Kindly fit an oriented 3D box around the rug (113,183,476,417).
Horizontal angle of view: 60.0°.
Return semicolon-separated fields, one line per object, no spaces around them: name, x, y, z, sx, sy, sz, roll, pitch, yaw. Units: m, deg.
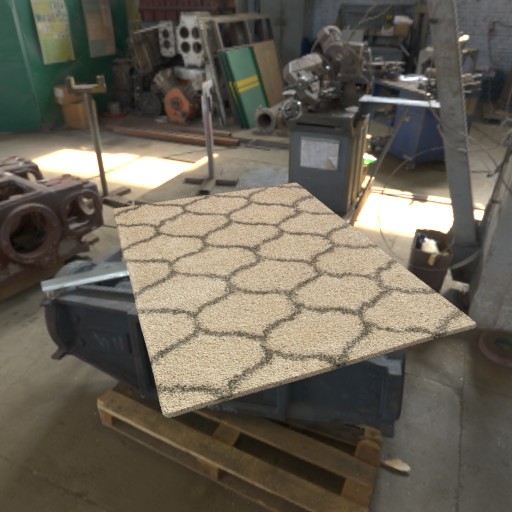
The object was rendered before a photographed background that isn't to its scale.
rug;0.000;0.000;2.148;1.200;0.025;1.600;-11;32;-18
